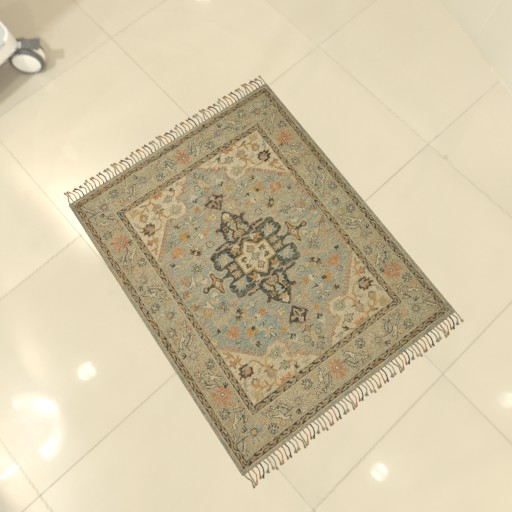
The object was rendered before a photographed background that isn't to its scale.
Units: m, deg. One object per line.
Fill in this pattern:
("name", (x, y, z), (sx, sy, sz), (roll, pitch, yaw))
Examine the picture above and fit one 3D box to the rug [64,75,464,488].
("rug", (0.000, 0.000, 2.243), (1.278, 0.009, 1.730), (-34, 78, -9))
